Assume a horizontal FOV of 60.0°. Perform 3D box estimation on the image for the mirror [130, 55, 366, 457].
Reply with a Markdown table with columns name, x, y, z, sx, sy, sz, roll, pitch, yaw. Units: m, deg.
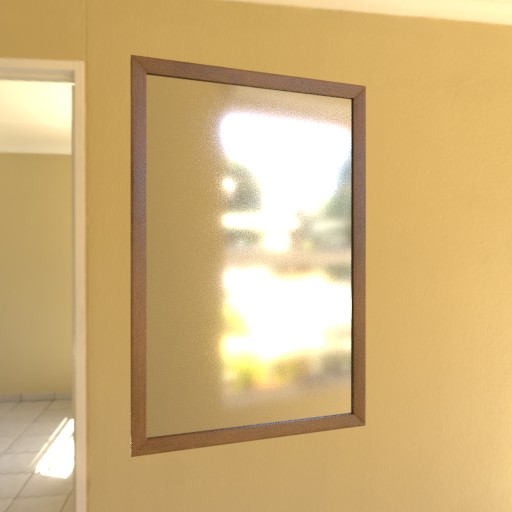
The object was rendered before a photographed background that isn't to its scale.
| name | x | y | z | sx | sy | sz | roll | pitch | yaw |
| --- | --- | --- | --- | --- | --- | --- | --- | --- | --- |
| mirror | 0.000 | 0.000 | 1.119 | 0.609 | 0.915 | 0.040 | 0 | 0 | -18 |
